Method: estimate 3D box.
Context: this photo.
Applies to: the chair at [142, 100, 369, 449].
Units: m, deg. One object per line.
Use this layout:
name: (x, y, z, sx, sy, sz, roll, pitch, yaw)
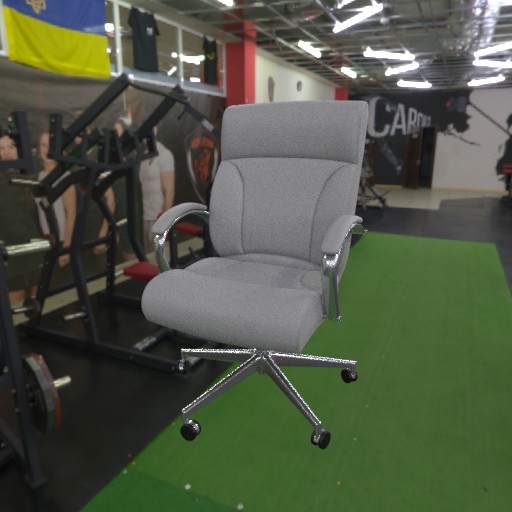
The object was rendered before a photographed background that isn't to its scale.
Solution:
chair: (0.000, 0.000, 1.609, 0.727, 1.099, 0.745, 7, 17, 26)
